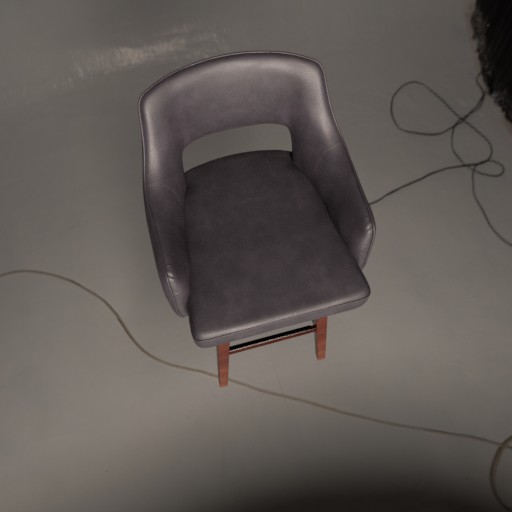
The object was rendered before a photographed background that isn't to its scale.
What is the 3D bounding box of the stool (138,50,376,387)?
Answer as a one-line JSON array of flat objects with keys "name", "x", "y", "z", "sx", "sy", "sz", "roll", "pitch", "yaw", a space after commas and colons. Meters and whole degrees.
[{"name": "stool", "x": 0.000, "y": 0.000, "z": 1.367, "sx": 0.550, "sy": 1.041, "sz": 0.560, "roll": -14, "pitch": 64, "yaw": -7}]
